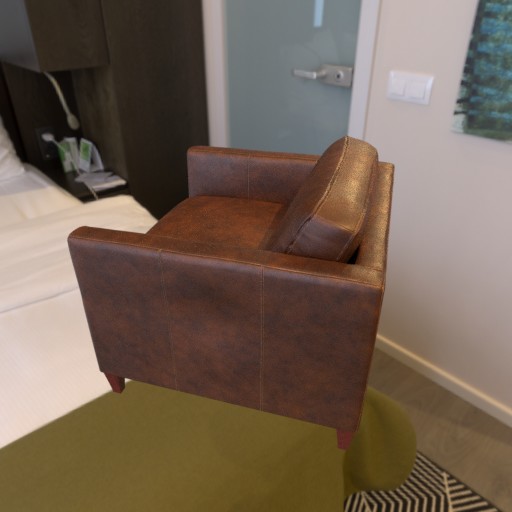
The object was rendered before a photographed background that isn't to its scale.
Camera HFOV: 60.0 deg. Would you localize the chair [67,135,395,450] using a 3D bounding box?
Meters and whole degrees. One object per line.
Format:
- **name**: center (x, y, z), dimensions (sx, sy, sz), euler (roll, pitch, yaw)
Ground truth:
- **chair**: center (0.000, 0.000, 1.779), dimensions (0.975, 0.864, 0.990), euler (9, 32, 14)
